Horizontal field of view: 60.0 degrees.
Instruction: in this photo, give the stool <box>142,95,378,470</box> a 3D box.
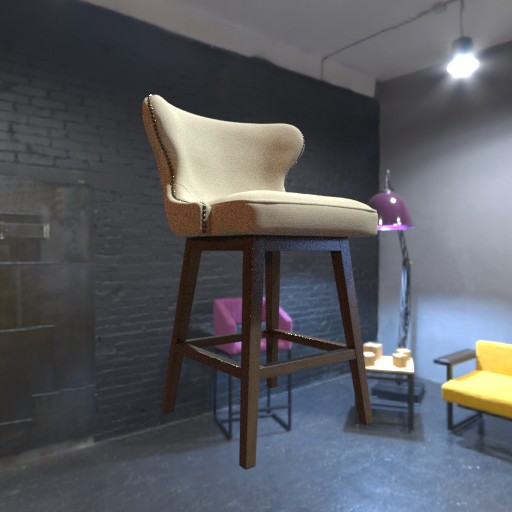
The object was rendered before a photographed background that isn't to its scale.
[{"bbox_3d":[0.000,0.000,1.354,0.615,0.972,0.597,-1,1,-37],"label":"stool"}]
